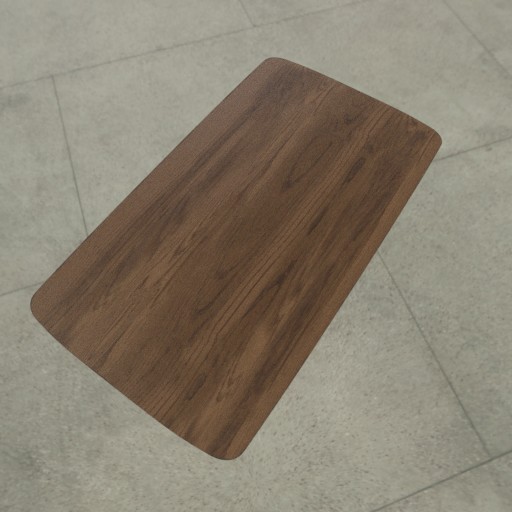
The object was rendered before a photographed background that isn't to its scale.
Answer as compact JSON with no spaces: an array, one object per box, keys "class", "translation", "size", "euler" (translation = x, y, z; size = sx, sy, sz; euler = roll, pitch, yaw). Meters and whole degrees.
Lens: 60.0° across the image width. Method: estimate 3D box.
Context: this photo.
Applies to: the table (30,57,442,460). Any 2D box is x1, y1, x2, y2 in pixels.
[{"class":"table","translation":[0.000,0.000,2.101],"size":[0.949,0.765,1.643],"euler":[32,67,15]}]
